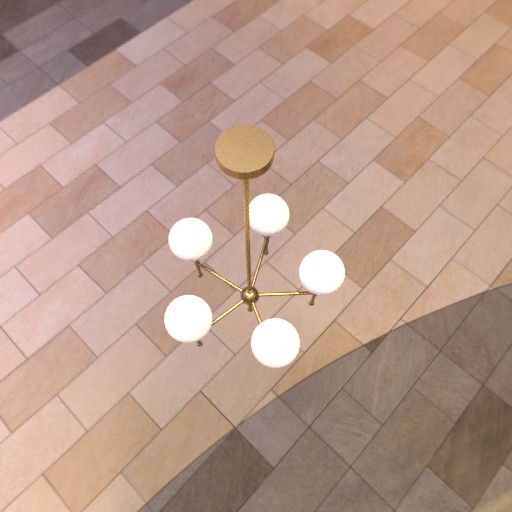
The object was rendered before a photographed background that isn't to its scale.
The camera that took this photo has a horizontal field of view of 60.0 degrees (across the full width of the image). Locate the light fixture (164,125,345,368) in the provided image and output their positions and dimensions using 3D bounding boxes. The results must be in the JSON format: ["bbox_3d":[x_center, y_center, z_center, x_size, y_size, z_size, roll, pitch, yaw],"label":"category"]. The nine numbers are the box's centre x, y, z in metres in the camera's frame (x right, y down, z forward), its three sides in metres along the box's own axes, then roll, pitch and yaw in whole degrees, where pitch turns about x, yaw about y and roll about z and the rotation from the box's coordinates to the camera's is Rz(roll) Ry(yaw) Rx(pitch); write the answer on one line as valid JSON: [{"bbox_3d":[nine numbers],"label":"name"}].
[{"bbox_3d":[0.000,0.000,1.784,0.785,1.331,0.815,-2,64,-1],"label":"light fixture"}]
